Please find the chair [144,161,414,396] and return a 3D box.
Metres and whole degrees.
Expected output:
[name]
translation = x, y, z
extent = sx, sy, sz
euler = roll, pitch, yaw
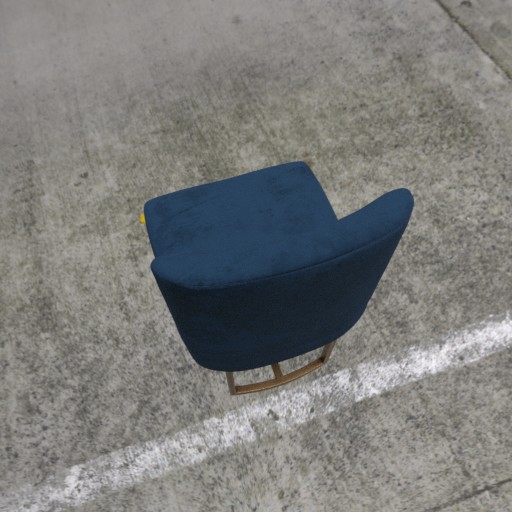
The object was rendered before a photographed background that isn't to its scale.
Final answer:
[chair]
translation = 0.000, 0.000, 1.206
extent = 0.530, 0.824, 0.560
euler = -16, 60, -10
